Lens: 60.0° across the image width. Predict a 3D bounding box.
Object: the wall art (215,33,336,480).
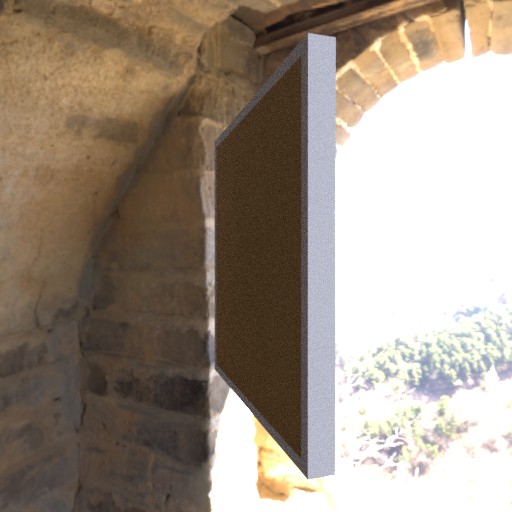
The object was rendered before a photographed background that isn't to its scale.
[{"bbox_3d":[0.000,0.000,0.750,0.035,0.507,0.508,0,0,-17],"label":"wall art"}]
